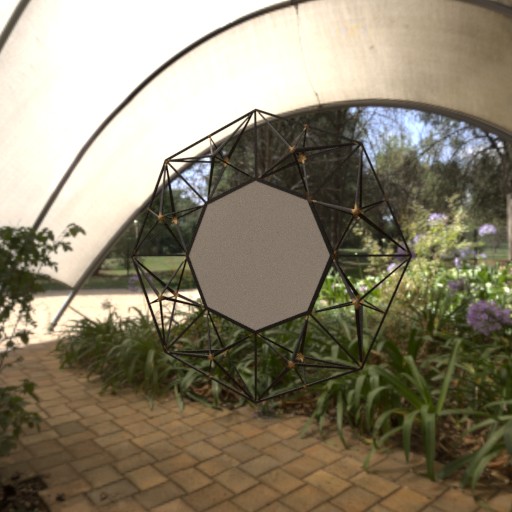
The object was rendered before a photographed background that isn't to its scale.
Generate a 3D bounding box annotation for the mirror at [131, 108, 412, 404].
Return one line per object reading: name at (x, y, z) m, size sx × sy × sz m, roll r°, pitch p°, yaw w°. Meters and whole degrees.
mirror at (0.000, 0.000, 1.068) m, size 0.710 × 0.710 × 0.094 m, roll 0°, pitch 0°, yaw 20°
